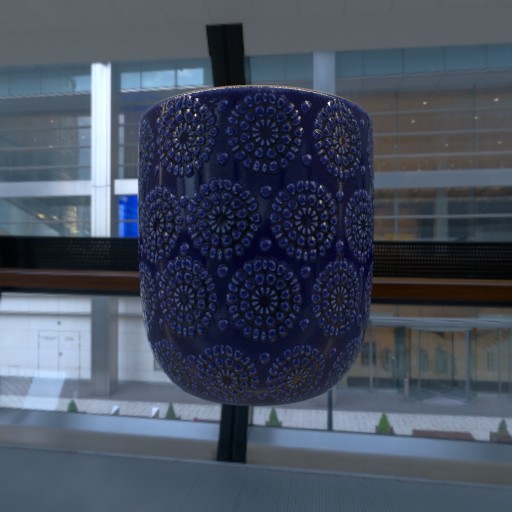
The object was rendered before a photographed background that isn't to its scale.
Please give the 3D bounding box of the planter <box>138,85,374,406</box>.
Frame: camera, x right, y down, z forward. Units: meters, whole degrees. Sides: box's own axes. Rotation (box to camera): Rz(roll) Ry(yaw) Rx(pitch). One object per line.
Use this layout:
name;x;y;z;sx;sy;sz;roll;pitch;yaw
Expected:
planter;0.000;0.000;0.356;0.184;0.206;0.184;0;-1;0
